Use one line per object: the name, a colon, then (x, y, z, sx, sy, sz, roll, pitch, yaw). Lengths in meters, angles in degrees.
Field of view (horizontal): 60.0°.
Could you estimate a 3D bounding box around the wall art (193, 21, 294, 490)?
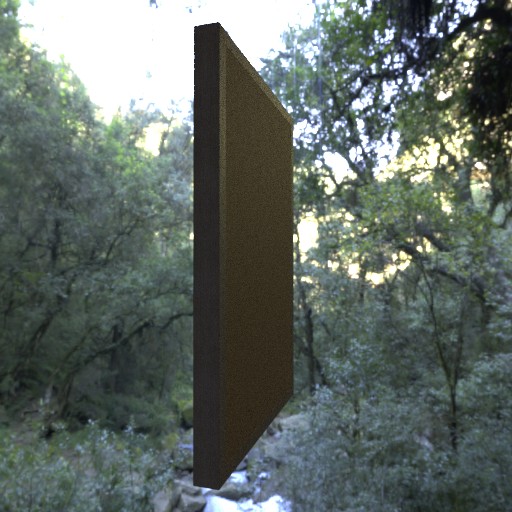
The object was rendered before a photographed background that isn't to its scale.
wall art: (0.000, 0.000, 0.653, 0.031, 0.509, 0.356, 0, 0, 18)
